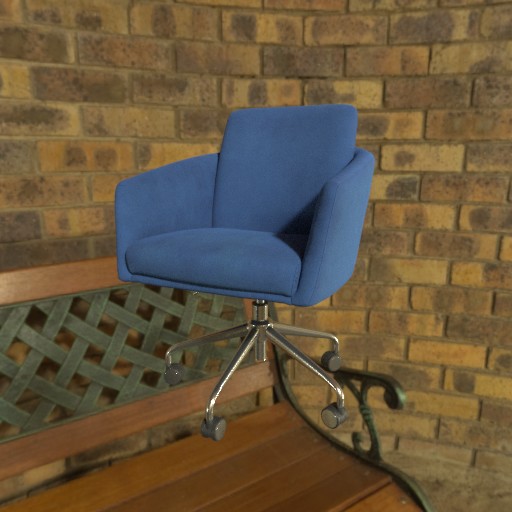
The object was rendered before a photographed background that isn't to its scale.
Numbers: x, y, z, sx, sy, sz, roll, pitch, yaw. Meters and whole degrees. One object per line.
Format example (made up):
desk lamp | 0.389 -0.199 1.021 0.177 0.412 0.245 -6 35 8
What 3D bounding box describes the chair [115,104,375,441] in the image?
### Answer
chair | 0.000 0.000 1.337 0.641 0.908 0.635 6 14 25
